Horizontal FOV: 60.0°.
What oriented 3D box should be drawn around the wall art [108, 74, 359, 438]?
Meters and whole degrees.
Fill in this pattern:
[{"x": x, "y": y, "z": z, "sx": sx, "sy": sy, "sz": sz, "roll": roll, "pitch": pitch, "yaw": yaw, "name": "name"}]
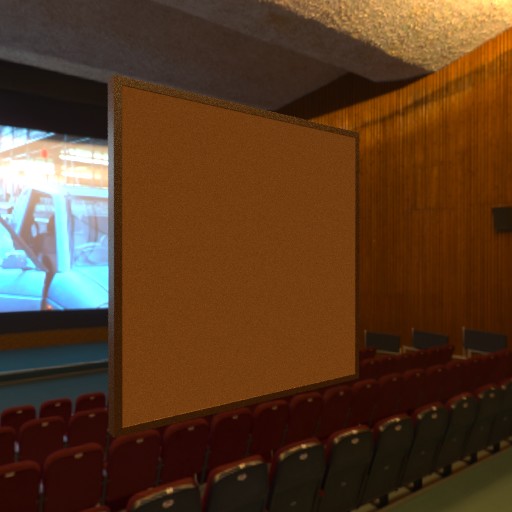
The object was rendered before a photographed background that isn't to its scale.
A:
[{"x": 0.000, "y": 0.000, "z": 1.167, "sx": 0.762, "sy": 0.762, "sz": 0.038, "roll": 0, "pitch": 0, "yaw": -36, "name": "wall art"}]
